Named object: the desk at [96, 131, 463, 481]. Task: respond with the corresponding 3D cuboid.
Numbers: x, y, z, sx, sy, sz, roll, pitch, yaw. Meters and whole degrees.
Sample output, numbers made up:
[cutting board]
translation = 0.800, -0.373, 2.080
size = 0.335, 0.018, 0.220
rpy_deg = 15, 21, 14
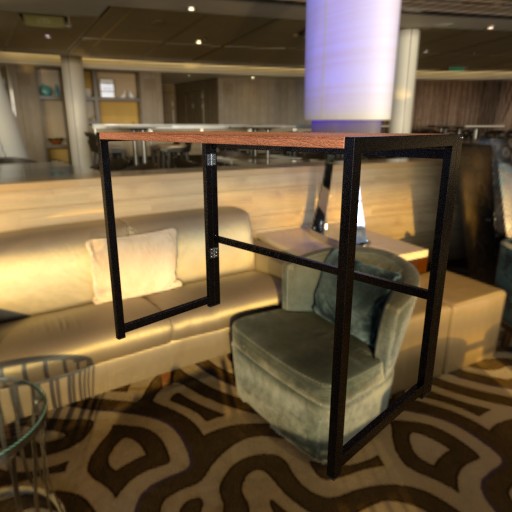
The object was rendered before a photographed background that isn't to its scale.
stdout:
[desk]
translation = 0.000, 0.000, 1.424
size = 0.508, 0.762, 1.016
rpy_deg = -16, 22, -43
